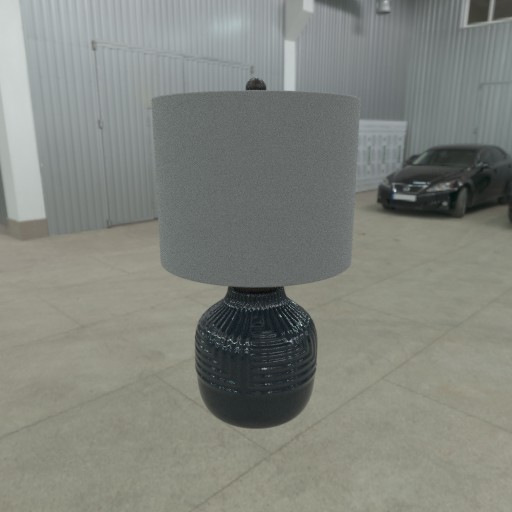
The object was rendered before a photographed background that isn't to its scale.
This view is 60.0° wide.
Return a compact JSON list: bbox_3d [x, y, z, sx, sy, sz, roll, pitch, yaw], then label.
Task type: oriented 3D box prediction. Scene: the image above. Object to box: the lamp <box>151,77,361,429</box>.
[{"bbox_3d":[0.000,0.000,0.753,0.318,0.567,0.318,0,15,0],"label":"lamp"}]
